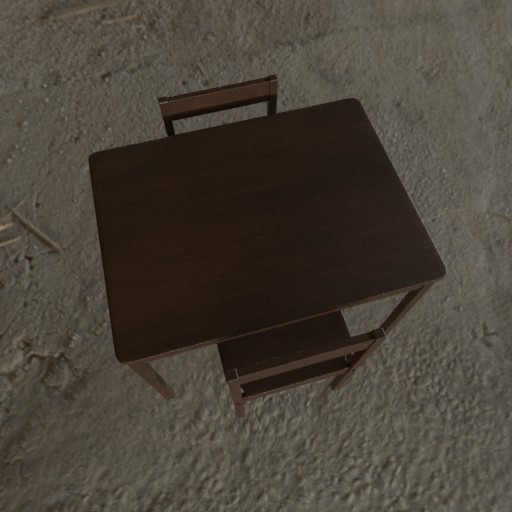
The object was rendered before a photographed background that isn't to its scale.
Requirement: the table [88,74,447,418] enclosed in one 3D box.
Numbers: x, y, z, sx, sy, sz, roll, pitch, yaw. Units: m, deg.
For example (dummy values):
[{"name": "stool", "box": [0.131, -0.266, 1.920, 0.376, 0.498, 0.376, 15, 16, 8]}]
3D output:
[{"name": "table", "box": [0.000, 0.000, 1.120, 0.650, 0.503, 0.672, -14, 64, -7]}]
